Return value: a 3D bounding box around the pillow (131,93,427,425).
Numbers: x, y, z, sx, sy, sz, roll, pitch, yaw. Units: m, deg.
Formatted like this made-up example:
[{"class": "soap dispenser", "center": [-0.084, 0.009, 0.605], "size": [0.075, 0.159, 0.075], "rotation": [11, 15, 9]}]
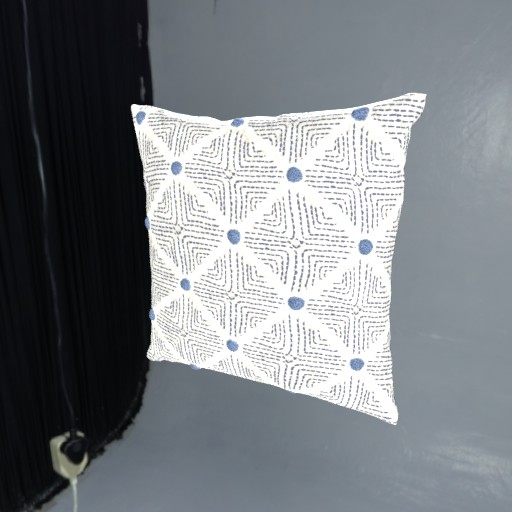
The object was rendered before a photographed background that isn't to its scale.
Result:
[{"class": "pillow", "center": [0.000, 0.000, 0.761], "size": [0.510, 0.510, 0.145], "rotation": [7, 17, 25]}]
